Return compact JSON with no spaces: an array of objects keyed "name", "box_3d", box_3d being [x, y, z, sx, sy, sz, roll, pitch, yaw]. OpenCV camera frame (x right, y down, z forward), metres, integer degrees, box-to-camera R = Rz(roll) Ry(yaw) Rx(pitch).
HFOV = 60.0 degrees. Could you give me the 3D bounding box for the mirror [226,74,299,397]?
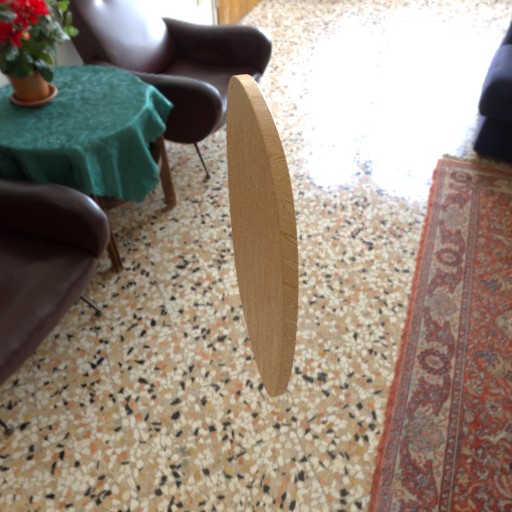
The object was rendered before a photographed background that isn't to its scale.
[{"name":"mirror","box_3d":[0.000,0.000,1.400,0.037,1.075,0.724,-10,48,-9]}]
